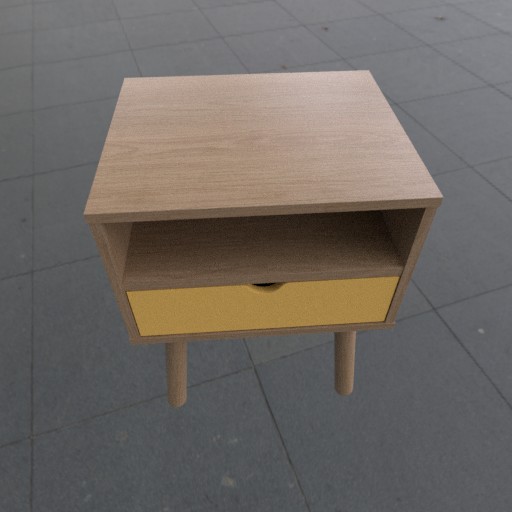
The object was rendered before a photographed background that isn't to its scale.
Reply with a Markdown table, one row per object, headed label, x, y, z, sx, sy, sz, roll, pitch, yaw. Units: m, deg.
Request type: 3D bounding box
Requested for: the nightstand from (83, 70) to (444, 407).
| label | x | y | z | sx | sy | sz | roll | pitch | yaw |
| --- | --- | --- | --- | --- | --- | --- | --- | --- | --- |
| nightstand | 0.000 | 0.000 | 0.888 | 0.450 | 0.571 | 0.380 | -3 | 46 | -3 |
